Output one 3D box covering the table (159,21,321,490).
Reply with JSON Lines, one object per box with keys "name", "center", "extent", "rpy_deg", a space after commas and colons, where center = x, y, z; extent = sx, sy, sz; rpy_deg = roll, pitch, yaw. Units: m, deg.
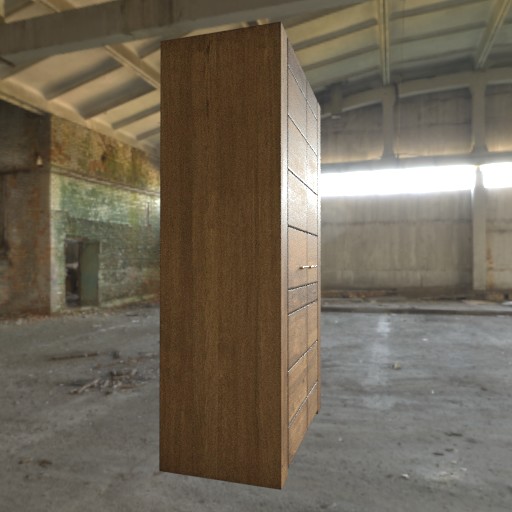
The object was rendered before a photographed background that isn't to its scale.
{"name": "table", "center": [0.000, 0.000, 2.498], "extent": [0.600, 2.000, 1.100], "rpy_deg": [0, -1, 17]}
